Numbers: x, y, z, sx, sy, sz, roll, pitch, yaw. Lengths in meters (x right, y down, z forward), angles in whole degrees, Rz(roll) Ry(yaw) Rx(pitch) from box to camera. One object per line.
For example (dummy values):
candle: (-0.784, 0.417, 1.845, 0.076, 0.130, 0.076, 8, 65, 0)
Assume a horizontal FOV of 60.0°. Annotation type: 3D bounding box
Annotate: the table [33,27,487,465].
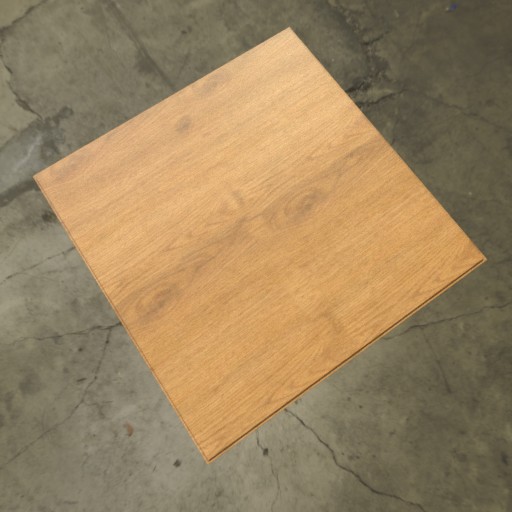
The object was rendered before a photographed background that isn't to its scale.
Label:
table: (0.000, 0.000, 1.108, 0.612, 0.593, 0.616, -34, 78, -8)
